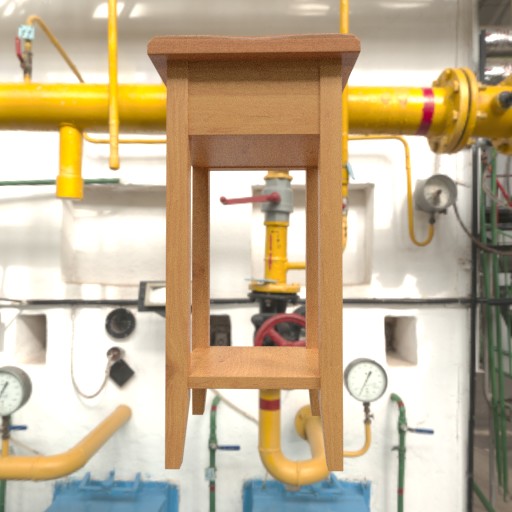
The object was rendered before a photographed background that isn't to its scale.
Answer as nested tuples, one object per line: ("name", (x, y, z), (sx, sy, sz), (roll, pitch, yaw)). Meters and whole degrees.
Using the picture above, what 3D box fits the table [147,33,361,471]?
("table", (0.000, 0.000, 0.918), (0.360, 0.740, 0.360), (0, -1, 1))
